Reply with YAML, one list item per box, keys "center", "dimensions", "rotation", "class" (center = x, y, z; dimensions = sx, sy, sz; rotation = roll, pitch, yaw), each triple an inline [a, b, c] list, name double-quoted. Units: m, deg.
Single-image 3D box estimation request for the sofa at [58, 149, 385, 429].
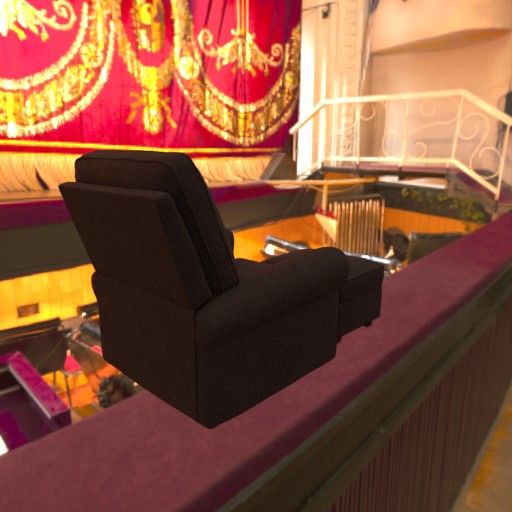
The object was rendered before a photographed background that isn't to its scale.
- center: [0.000, 0.000, 2.051]
  dimensions: [0.880, 0.959, 1.478]
  rotation: [13, 19, 43]
  class: "sofa"
